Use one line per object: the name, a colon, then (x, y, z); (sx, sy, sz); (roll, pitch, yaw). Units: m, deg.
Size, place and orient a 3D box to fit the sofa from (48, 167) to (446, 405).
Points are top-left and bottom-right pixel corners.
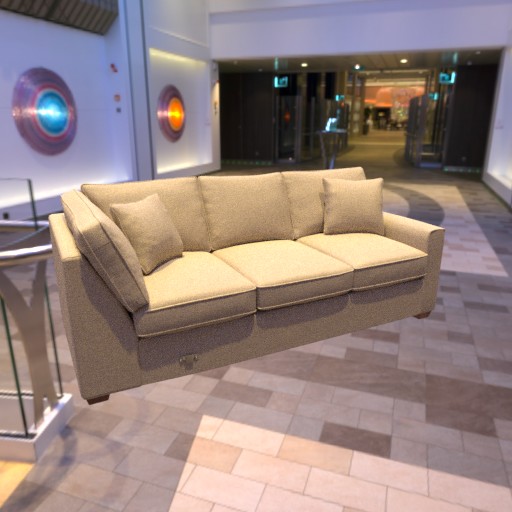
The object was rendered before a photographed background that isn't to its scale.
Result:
sofa: (0.000, 0.000, 2.836); (2.317, 0.962, 1.061); (-9, 19, -26)
